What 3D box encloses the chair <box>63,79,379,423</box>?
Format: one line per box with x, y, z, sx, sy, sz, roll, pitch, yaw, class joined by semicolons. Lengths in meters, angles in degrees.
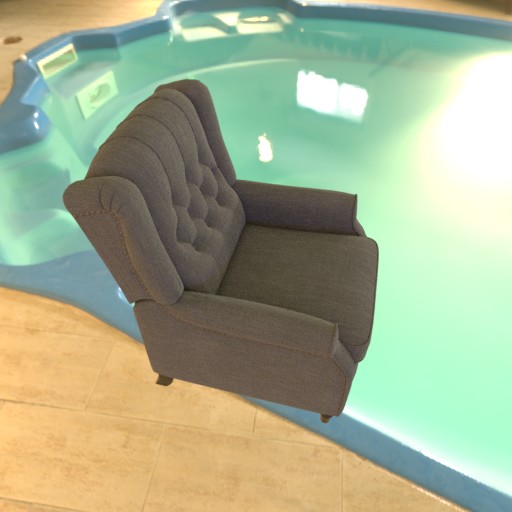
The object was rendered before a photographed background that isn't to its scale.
0.000;0.000;1.617;0.898;1.035;0.742;10;47;10;chair
